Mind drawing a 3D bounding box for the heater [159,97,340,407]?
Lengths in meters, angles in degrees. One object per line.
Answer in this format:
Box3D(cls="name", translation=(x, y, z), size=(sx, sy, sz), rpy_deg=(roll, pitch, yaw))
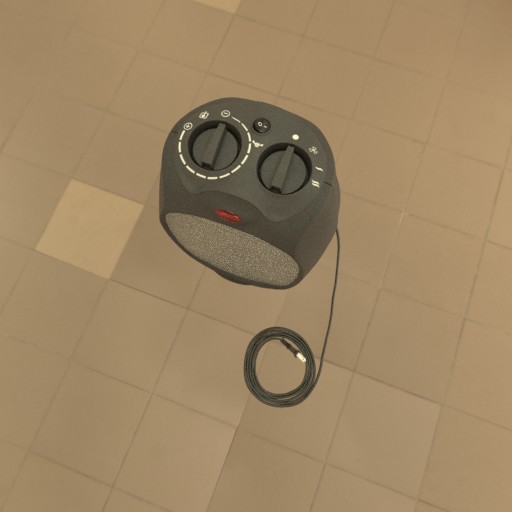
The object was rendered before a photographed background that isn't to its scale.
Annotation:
Box3D(cls="heater", translation=(0.000, 0.000, 0.476), size=(0.239, 0.255, 0.291), rpy_deg=(20, 76, 5))
